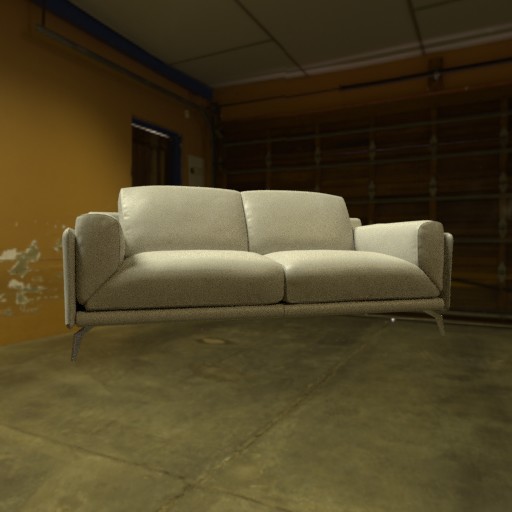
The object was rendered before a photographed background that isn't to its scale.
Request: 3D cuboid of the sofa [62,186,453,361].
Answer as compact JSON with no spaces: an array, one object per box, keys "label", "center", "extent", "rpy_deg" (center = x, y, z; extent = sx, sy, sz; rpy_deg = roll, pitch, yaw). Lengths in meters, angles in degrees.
[{"label":"sofa","center":[0.000,0.000,2.738],"extent":[2.101,0.930,1.049],"rpy_deg":[0,1,-17]}]
